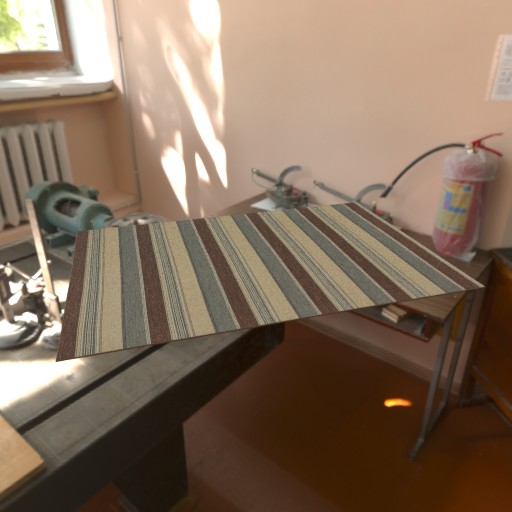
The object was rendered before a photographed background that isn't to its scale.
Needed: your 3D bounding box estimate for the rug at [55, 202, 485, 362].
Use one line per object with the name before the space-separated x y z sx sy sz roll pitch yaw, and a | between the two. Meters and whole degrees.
rug | 0.000 0.000 2.312 1.829 0.008 1.219 -7 27 -15
